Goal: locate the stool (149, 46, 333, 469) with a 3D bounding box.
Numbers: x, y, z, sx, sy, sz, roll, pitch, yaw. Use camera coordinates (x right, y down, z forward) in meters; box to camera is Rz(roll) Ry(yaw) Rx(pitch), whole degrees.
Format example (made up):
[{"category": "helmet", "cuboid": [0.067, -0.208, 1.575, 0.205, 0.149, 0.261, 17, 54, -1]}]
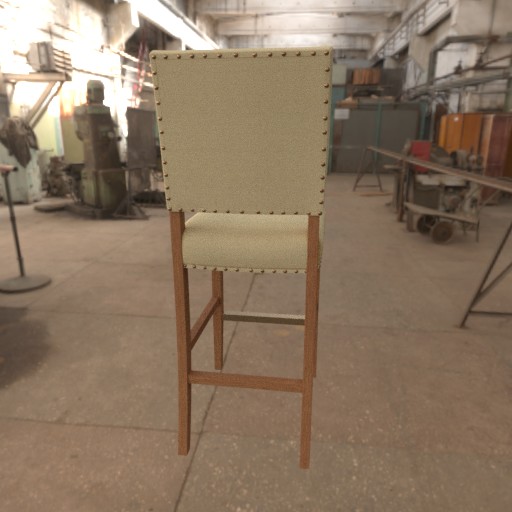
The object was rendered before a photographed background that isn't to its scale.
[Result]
[{"category": "stool", "cuboid": [0.000, 0.000, 1.449, 0.445, 1.168, 0.584, 2, 17, 8]}]
